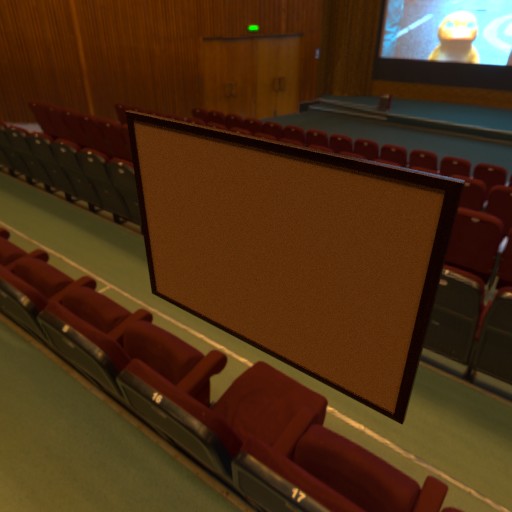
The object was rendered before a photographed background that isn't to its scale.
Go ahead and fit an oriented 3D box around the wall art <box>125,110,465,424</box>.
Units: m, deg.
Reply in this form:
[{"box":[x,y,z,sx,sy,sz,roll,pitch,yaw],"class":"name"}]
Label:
[{"box":[0.000,0.000,1.046,0.816,0.559,0.014,21,36,32],"class":"wall art"}]
